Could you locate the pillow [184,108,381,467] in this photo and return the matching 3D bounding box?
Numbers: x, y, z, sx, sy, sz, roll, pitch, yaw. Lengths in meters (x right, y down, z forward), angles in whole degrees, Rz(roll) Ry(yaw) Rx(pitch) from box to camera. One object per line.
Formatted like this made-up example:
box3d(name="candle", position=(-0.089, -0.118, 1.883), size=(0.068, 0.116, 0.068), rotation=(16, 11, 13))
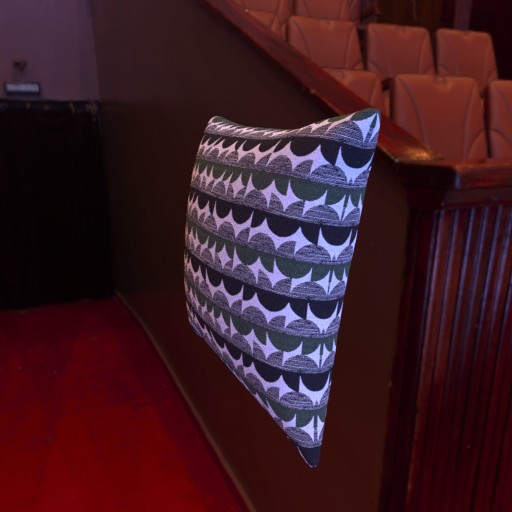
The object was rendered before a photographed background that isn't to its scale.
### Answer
box3d(name="pillow", position=(0.000, 0.000, 0.656), size=(0.180, 0.404, 0.419), rotation=(-8, 18, -26))
